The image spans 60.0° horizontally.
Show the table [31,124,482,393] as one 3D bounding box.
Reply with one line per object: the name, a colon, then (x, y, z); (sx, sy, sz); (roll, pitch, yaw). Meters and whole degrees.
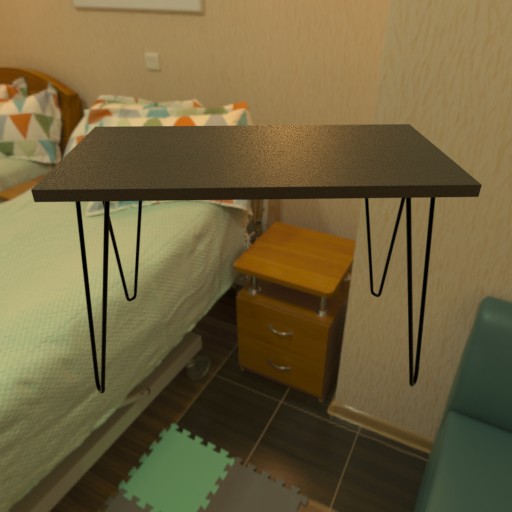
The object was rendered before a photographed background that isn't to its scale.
table: (0.000, 0.000, 1.358); (0.991, 0.660, 0.499); (-1, 32, -1)
